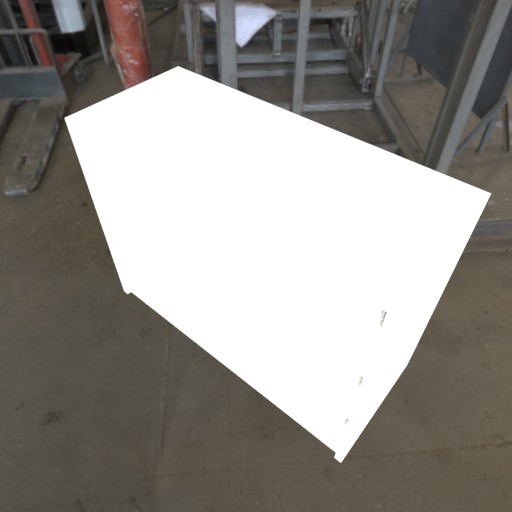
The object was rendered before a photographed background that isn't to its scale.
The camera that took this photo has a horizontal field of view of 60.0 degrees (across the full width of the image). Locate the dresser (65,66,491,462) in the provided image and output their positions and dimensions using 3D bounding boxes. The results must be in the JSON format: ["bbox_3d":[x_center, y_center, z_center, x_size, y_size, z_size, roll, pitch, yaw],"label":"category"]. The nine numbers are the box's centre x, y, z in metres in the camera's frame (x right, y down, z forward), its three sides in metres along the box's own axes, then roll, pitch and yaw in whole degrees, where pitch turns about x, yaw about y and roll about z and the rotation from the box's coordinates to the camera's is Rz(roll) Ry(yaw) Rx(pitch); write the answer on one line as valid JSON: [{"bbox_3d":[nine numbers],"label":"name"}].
[{"bbox_3d":[0.000,0.000,1.493,1.100,0.820,0.460,31,54,26],"label":"dresser"}]
